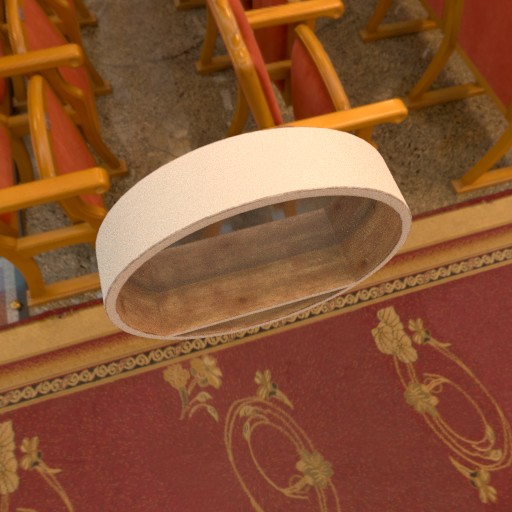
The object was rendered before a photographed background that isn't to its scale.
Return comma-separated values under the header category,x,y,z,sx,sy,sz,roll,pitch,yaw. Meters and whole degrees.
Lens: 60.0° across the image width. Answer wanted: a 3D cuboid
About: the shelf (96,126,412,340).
category,x,y,z,sx,sy,sz,roll,pitch,yaw
shelf,0.000,0.000,1.204,0.806,0.807,0.158,-15,65,-7
